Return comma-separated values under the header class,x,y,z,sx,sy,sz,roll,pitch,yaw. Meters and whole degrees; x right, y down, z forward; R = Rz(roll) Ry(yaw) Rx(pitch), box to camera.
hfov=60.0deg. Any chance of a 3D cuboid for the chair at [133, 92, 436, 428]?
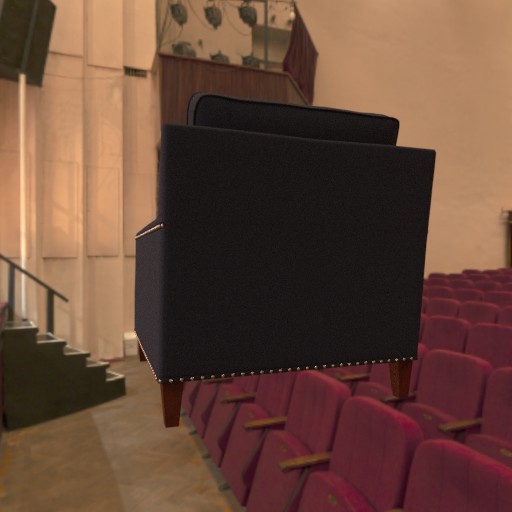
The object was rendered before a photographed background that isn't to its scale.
class,x,y,z,sx,sy,sz,roll,pitch,yaw
chair,0.000,0.000,1.712,0.853,0.943,1.014,0,0,-19
